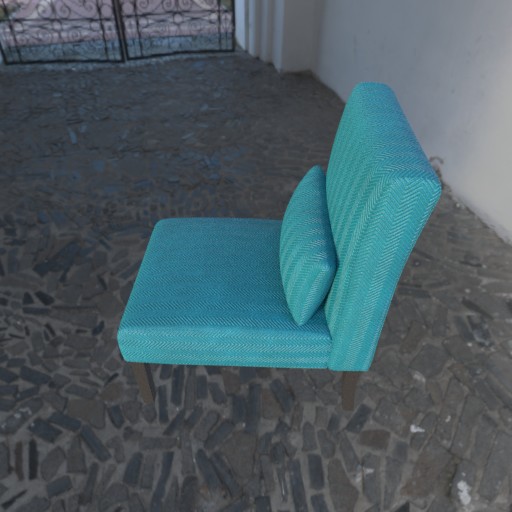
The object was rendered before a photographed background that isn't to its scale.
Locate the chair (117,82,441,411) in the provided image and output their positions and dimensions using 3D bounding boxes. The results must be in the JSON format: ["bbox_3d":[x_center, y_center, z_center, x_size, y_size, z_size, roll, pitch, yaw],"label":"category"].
[{"bbox_3d":[0.000,0.000,1.427,0.808,0.927,0.579,2,41,2],"label":"chair"}]
